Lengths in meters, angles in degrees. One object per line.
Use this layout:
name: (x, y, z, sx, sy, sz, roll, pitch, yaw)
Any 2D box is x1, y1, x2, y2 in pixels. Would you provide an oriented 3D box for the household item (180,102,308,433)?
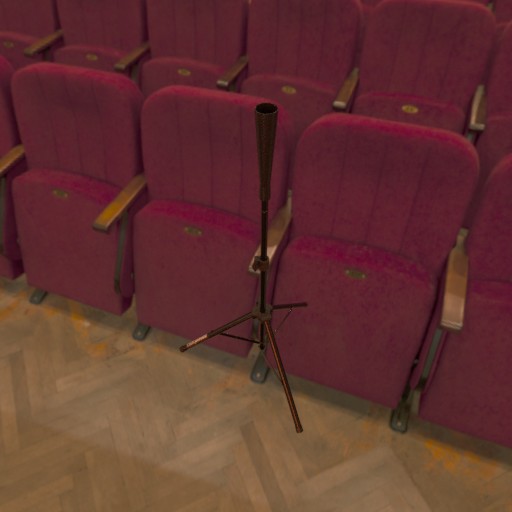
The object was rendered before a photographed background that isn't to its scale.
household item: (0.000, 0.000, 1.412, 0.559, 1.067, 0.559, 16, 48, 14)
